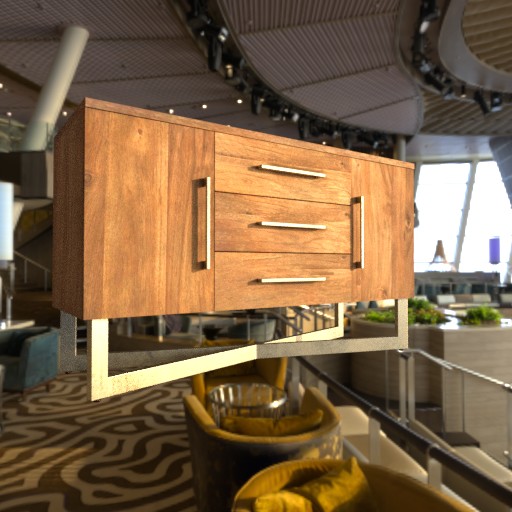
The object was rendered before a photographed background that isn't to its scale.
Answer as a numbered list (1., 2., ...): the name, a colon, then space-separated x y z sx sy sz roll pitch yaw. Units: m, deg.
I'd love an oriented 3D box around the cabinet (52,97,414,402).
1. cabinet: 0.000 0.000 1.717 1.373 0.812 0.480 1 -1 -34
